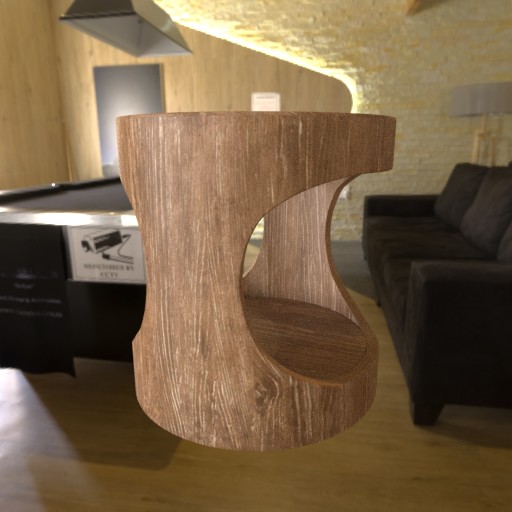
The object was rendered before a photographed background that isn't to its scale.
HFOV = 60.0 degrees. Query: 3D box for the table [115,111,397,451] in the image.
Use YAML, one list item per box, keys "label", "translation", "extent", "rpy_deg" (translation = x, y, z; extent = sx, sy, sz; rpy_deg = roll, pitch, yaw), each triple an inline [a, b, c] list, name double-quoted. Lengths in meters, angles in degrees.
- label: "table"
  translation: [0.000, 0.000, 0.938]
  extent: [0.527, 0.551, 0.527]
  rpy_deg: [0, 14, 0]
